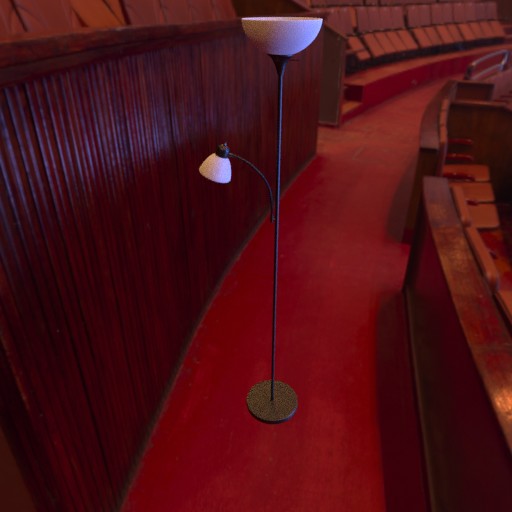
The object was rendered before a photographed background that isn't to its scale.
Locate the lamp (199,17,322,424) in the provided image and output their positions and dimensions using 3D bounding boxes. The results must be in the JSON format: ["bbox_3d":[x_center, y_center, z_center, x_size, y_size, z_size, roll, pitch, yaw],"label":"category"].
[{"bbox_3d":[0.000,0.000,1.910,0.442,1.804,0.279,1,30,2],"label":"lamp"}]
